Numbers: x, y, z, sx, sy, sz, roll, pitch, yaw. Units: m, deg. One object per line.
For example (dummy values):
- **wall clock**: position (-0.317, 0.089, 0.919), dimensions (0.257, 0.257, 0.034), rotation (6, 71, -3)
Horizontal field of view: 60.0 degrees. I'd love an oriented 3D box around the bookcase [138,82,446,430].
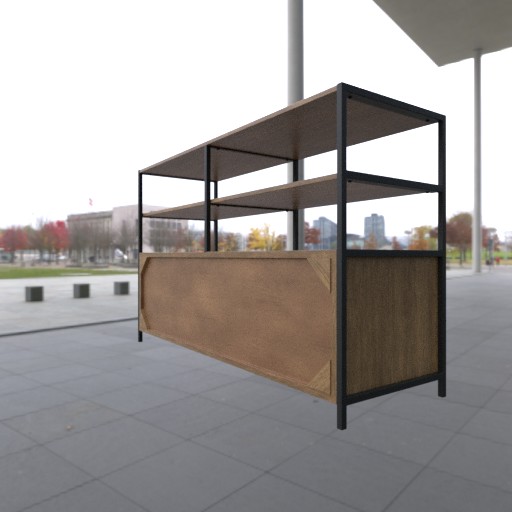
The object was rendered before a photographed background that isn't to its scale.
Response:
- **bookcase**: position (0.000, 0.000, 1.483), dimensions (0.391, 0.712, 1.149), rotation (0, 0, -35)
